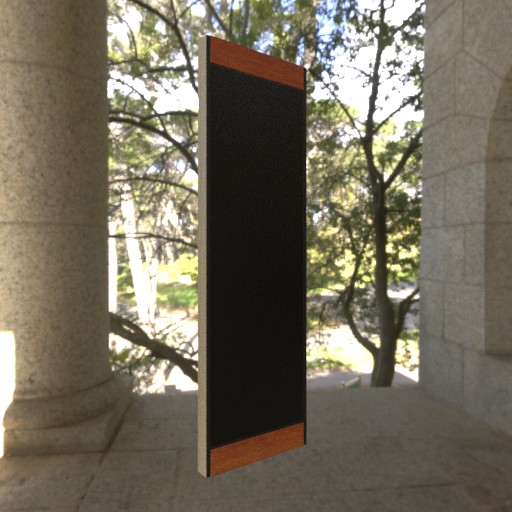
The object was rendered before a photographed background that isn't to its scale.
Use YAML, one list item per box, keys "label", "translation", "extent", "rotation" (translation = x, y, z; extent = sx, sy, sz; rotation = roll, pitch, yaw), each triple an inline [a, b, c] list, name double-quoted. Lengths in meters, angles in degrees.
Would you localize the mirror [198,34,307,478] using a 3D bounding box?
- label: "mirror"
  translation: [0.000, 0.000, 1.239]
  extent: [0.343, 1.123, 0.047]
  rotation: [0, 0, -36]
